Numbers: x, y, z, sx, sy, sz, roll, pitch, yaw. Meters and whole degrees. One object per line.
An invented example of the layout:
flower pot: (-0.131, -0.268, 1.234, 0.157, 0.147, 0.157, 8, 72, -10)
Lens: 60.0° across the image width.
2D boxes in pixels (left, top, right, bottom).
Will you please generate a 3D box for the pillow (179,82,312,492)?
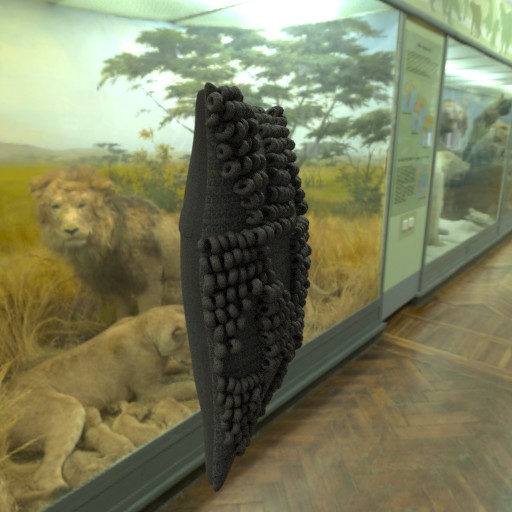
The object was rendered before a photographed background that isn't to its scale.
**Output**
pillow: (0.000, 0.000, 0.692, 0.172, 0.467, 0.470, 3, 16, 9)
